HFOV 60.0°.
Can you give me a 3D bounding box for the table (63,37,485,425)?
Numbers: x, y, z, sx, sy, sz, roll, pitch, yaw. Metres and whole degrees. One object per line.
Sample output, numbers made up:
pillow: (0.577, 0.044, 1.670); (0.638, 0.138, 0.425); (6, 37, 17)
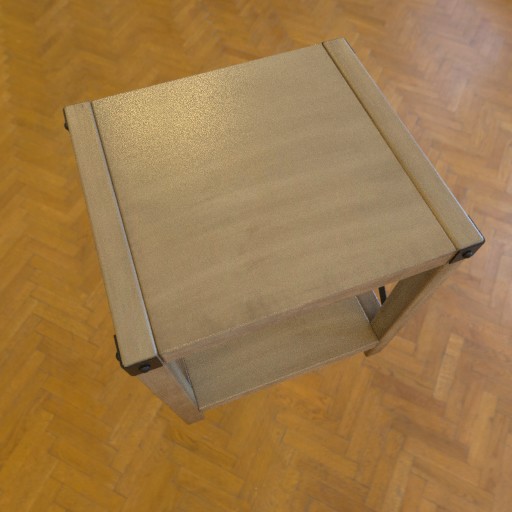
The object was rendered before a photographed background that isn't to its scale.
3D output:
table: (0.000, 0.000, 0.896); (0.510, 0.561, 0.459); (-18, 64, -9)
